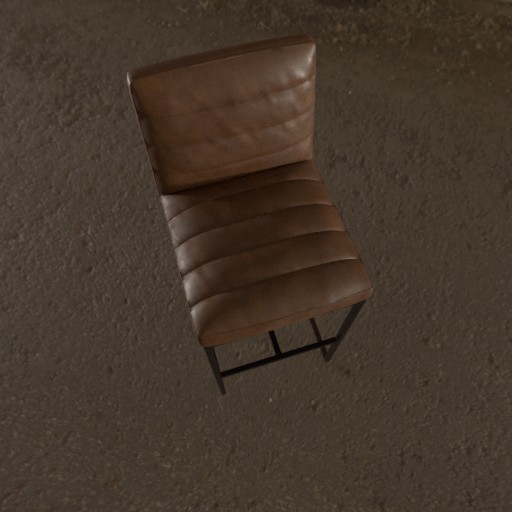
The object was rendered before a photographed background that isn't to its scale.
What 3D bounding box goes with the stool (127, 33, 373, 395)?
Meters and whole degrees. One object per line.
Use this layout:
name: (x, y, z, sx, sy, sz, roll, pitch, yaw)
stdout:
stool: (0.000, 0.000, 1.355, 0.463, 1.065, 0.562, -15, 64, -8)
